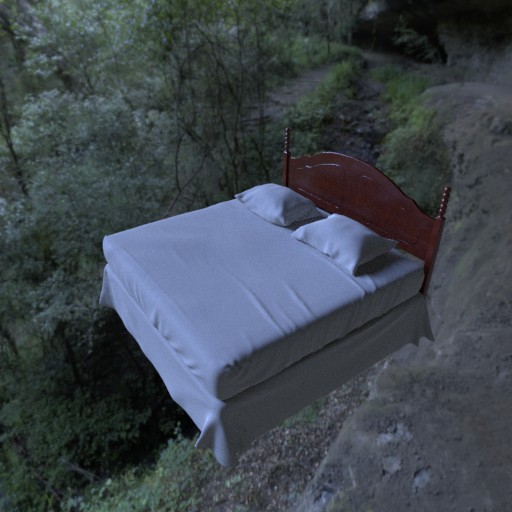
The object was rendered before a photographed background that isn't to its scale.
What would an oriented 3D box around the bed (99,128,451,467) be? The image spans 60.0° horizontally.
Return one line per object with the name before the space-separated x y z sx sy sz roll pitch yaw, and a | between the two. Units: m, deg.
bed | 0.000 0.000 3.714 2.219 1.355 2.322 -21 38 -30
